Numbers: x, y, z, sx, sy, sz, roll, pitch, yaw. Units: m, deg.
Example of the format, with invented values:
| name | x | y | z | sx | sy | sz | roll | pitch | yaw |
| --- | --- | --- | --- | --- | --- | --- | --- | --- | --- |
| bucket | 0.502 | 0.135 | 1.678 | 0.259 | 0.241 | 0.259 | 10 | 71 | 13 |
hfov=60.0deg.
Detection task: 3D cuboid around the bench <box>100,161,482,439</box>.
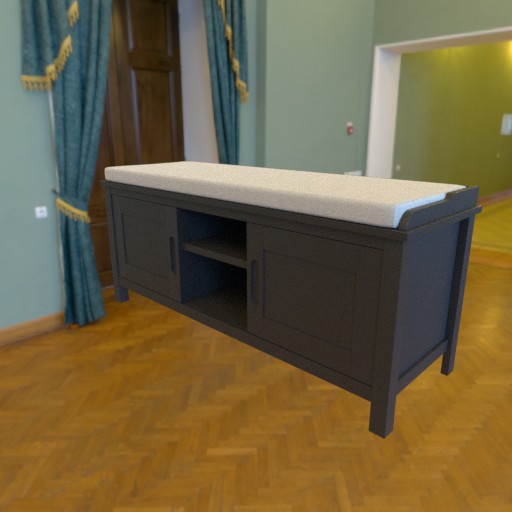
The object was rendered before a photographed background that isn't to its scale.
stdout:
| name | x | y | z | sx | sy | sz | roll | pitch | yaw |
| --- | --- | --- | --- | --- | --- | --- | --- | --- | --- |
| bench | 0.000 | 0.000 | 1.373 | 1.140 | 0.501 | 0.398 | 15 | 22 | 42 |
